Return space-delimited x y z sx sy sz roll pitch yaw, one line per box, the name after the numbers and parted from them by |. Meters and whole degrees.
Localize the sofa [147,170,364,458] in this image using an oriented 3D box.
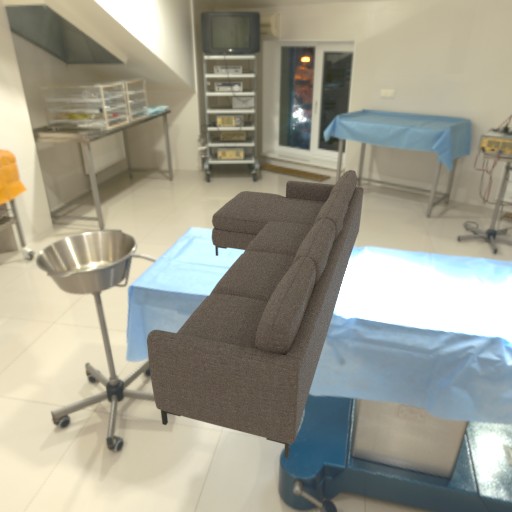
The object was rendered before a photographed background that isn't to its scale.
0.000 0.000 3.260 1.258 0.754 2.731 8 27 16 | sofa
